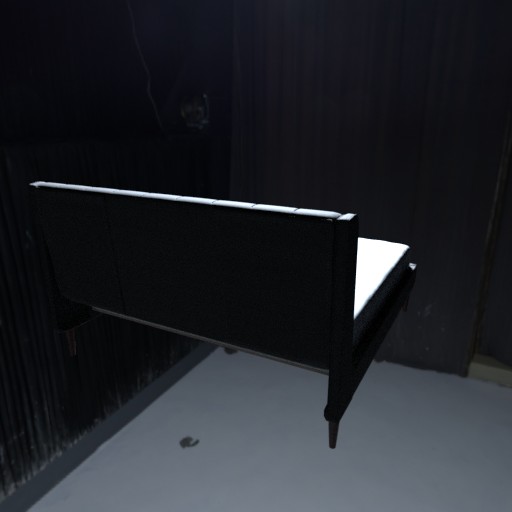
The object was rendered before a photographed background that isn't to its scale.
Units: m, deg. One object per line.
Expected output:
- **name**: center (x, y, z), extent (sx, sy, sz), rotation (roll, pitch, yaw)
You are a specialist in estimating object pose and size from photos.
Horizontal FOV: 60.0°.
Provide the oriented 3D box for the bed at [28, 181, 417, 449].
- **bed**: center (0.000, 0.000, 2.521), extent (1.531, 0.933, 1.638), rotation (9, 20, 27)
